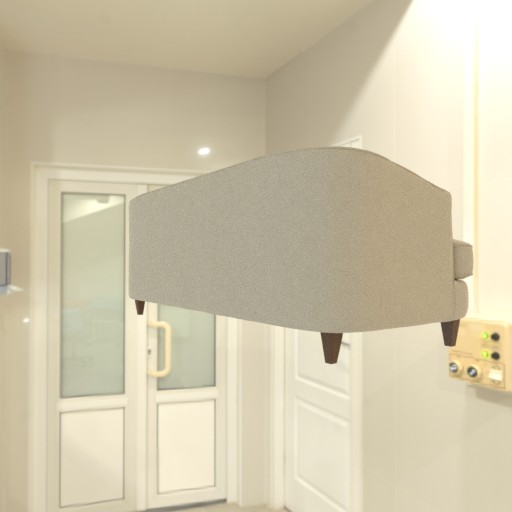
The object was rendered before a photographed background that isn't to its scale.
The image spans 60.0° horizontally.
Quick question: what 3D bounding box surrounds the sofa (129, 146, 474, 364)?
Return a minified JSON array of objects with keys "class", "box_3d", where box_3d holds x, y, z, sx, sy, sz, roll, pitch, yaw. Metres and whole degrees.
[{"class":"sofa","box_3d":[0.000,0.000,2.716,0.941,0.855,2.278,1,-1,-36]}]
